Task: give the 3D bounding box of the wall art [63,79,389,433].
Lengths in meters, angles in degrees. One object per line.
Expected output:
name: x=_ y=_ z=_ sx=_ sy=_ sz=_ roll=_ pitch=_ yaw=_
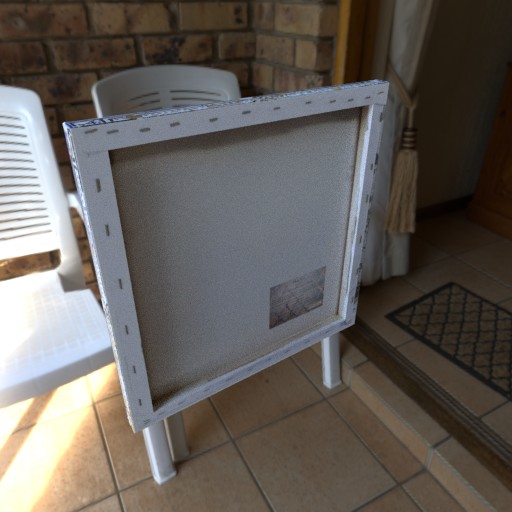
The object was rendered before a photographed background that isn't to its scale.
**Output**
wall art: x=0.000 y=0.000 z=0.889 sx=0.609 sy=0.607 sz=0.036 roll=-19 pitch=36 yaw=-29
